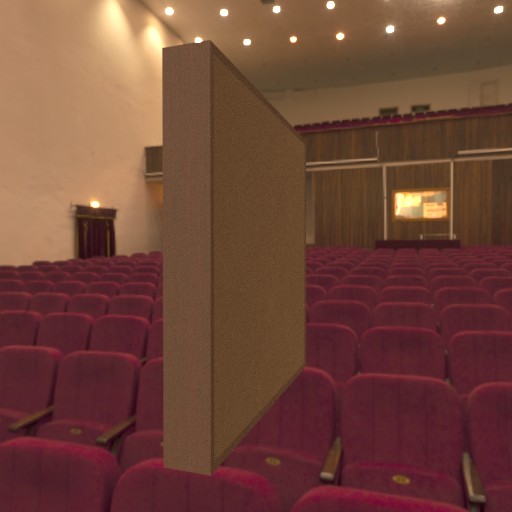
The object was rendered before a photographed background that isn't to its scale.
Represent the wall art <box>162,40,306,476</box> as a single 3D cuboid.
[{"bbox_3d":[0.000,0.000,0.458,0.038,0.303,0.304,0,1,19],"label":"wall art"}]
